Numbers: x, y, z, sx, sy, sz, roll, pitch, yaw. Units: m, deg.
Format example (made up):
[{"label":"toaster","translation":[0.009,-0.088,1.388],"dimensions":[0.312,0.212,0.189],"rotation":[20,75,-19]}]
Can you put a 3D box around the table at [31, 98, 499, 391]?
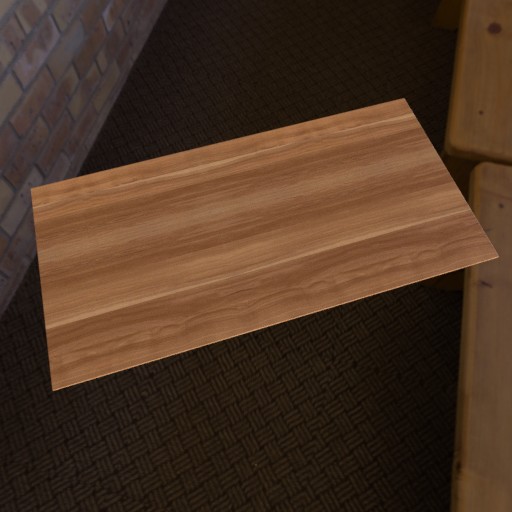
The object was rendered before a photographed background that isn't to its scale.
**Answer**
[{"label":"table","translation":[0.000,0.000,2.438],"dimensions":[2.000,0.770,1.000],"rotation":[-16,66,-7]}]
